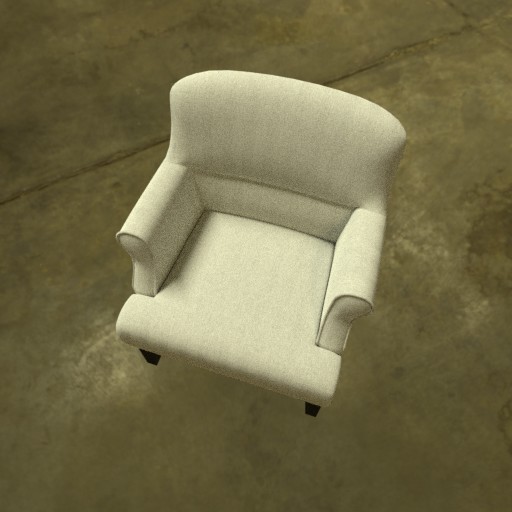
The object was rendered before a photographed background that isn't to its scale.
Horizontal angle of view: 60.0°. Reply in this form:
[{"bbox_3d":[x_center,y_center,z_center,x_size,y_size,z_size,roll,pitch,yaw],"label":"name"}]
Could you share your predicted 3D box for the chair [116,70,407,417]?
[{"bbox_3d":[0.000,0.000,1.489,0.781,0.875,0.750,15,59,9],"label":"chair"}]
